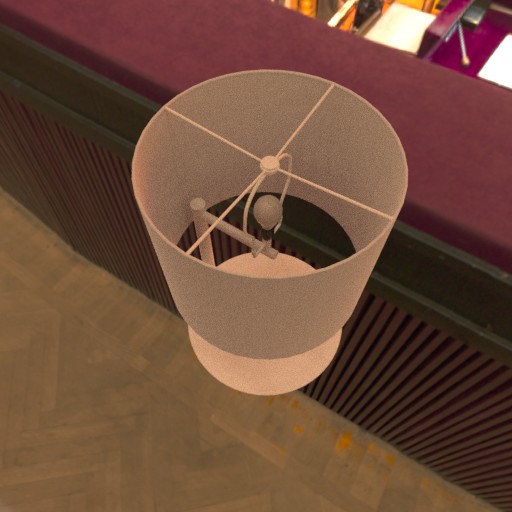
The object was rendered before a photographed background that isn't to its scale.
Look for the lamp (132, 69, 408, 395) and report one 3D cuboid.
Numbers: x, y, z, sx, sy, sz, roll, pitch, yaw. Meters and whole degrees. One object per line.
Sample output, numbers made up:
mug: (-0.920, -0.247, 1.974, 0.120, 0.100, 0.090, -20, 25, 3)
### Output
lamp: (0.000, 0.000, 0.684, 0.341, 0.454, 0.299, 30, 64, 16)
